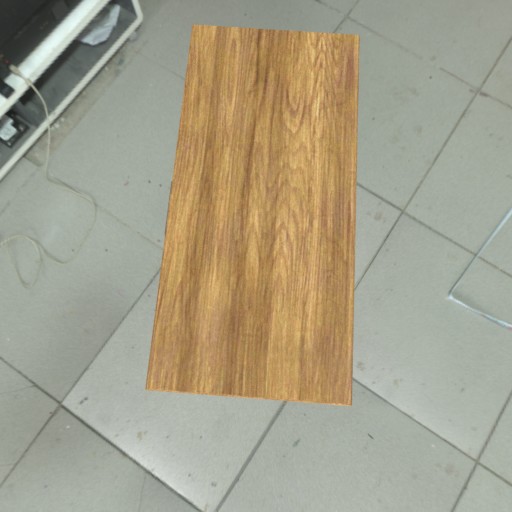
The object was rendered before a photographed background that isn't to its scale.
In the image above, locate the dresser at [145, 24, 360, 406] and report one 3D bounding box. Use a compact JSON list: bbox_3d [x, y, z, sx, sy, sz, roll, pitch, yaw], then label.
[{"bbox_3d":[0.000,0.000,1.916,0.558,1.431,1.081,4,76,1],"label":"dresser"}]
